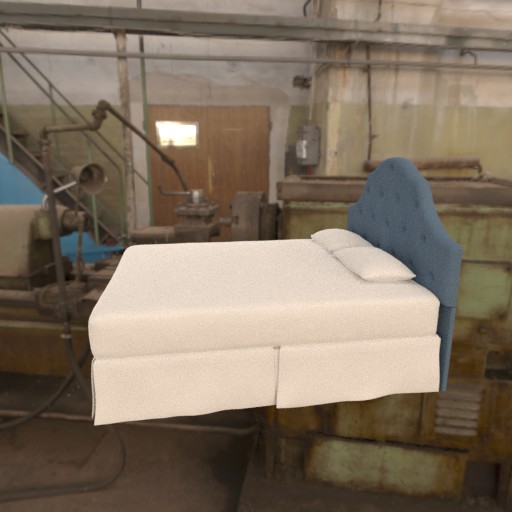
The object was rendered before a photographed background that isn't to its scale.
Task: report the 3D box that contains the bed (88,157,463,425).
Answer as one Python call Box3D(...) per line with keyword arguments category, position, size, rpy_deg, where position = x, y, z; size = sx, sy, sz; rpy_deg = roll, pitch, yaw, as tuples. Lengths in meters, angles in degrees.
Box3D(category="bed", position=(0.000, 0.000, 3.744), size=(2.477, 1.617, 2.039), rpy_deg=(-2, 15, -8))
